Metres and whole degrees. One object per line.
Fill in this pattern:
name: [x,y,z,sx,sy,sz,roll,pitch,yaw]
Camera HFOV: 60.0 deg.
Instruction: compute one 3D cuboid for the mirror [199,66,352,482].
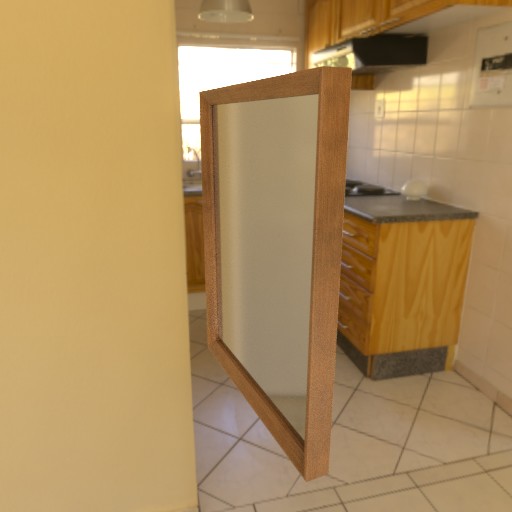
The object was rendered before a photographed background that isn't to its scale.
mirror: [0.000,0.000,0.697,0.041,0.509,0.406,-7,18,-23]
